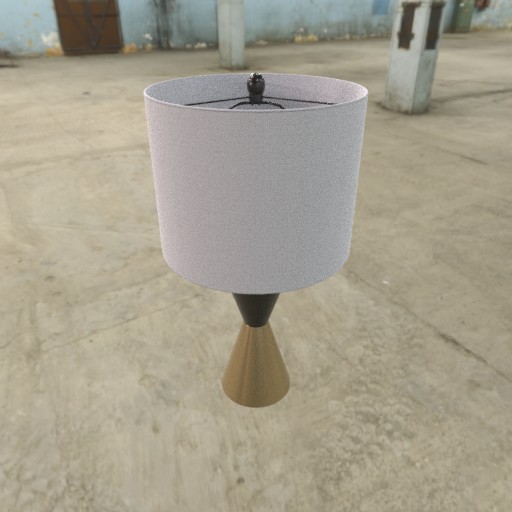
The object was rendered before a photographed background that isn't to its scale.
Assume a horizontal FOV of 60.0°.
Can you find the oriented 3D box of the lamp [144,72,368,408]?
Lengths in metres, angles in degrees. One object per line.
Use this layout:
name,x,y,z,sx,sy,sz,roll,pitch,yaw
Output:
lamp,0.000,0.000,0.745,0.304,0.573,0.304,-1,29,-2
